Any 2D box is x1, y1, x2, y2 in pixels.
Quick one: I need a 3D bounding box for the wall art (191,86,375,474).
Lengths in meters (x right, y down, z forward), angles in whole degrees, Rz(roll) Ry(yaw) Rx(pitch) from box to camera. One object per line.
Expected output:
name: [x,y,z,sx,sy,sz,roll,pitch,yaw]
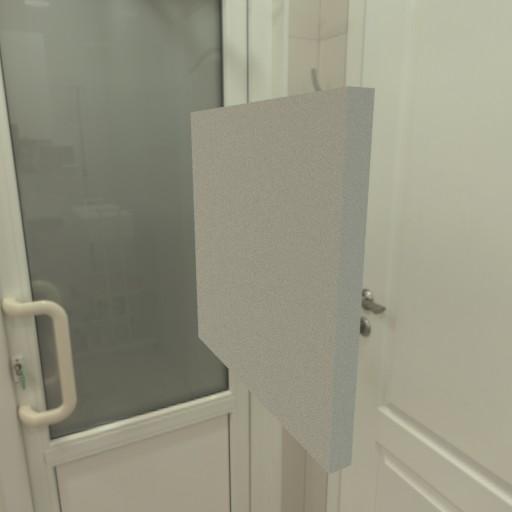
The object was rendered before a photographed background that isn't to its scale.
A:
wall art: [0.000,0.000,0.544,0.027,0.355,0.355,-8,16,-27]
